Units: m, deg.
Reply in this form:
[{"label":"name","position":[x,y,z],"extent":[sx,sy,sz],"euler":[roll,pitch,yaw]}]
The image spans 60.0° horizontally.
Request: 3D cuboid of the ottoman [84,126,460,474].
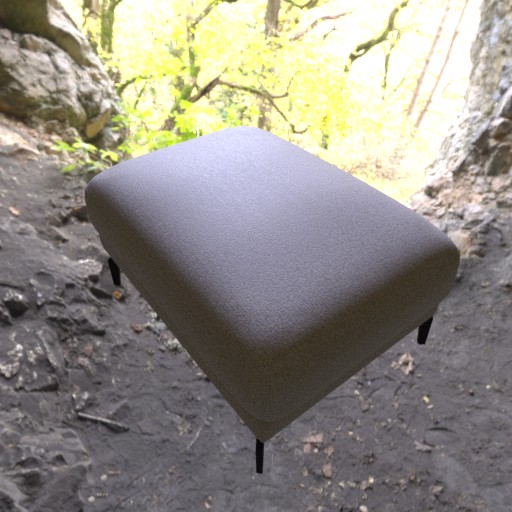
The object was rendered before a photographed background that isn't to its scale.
[{"label":"ottoman","position":[0.000,0.000,1.093],"extent":[0.568,0.420,0.772],"euler":[-27,47,-28]}]
